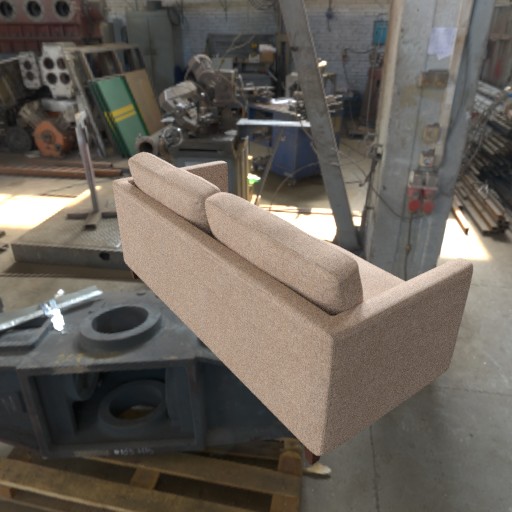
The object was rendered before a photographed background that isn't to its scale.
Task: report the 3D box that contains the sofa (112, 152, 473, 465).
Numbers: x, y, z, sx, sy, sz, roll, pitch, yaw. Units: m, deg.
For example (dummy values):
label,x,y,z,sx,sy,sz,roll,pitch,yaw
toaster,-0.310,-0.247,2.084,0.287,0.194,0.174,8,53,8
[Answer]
label,x,y,z,sx,sy,sz,roll,pitch,yaw
sofa,0.000,0.000,2.687,0.951,0.965,2.208,-18,32,-31
